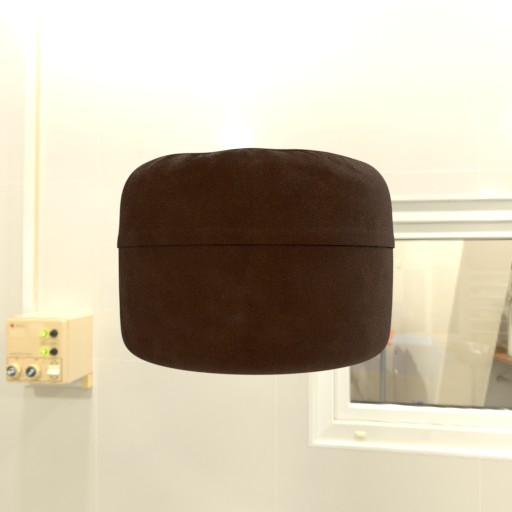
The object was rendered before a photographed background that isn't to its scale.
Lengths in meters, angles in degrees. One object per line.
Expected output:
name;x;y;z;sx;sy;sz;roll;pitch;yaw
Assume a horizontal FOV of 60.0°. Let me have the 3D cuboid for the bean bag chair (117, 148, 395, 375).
bean bag chair;0.000;0.000;1.531;0.918;0.616;0.918;0;-1;0
